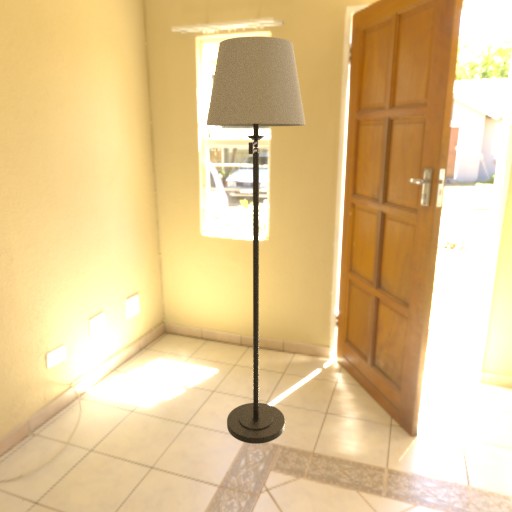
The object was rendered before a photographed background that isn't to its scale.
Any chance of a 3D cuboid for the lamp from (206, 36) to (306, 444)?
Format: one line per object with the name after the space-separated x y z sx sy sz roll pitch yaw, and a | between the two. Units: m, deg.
0.000 0.000 1.681 0.348 1.473 0.348 3 15 10 | lamp
